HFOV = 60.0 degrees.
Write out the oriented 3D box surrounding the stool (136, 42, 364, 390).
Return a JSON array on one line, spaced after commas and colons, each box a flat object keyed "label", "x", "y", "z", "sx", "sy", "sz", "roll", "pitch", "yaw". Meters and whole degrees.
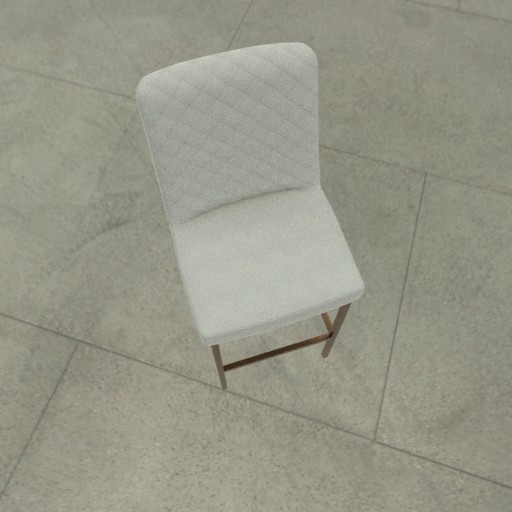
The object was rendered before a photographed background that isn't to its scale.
[{"label": "stool", "x": 0.000, "y": 0.000, "z": 1.379, "sx": 0.462, "sy": 1.084, "sz": 0.546, "roll": -16, "pitch": 65, "yaw": -7}]
